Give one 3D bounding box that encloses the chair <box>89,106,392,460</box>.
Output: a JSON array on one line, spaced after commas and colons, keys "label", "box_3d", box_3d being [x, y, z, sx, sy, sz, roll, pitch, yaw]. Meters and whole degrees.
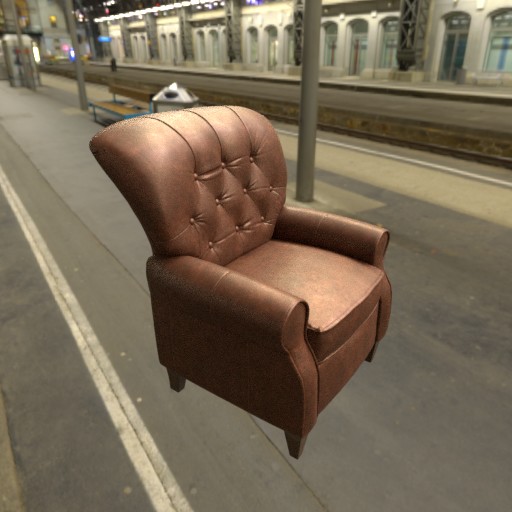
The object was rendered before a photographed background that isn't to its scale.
[{"label": "chair", "box_3d": [0.000, 0.000, 1.924, 1.031, 1.162, 0.979, 17, 30, 32]}]
